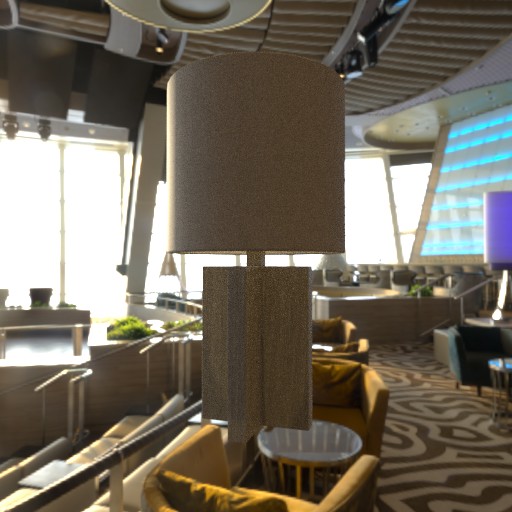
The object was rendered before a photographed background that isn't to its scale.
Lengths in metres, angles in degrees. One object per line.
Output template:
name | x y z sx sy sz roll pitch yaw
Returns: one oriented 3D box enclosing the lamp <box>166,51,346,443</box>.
lamp | 0.000 0.000 0.577 0.229 0.428 0.229 0 -1 18
